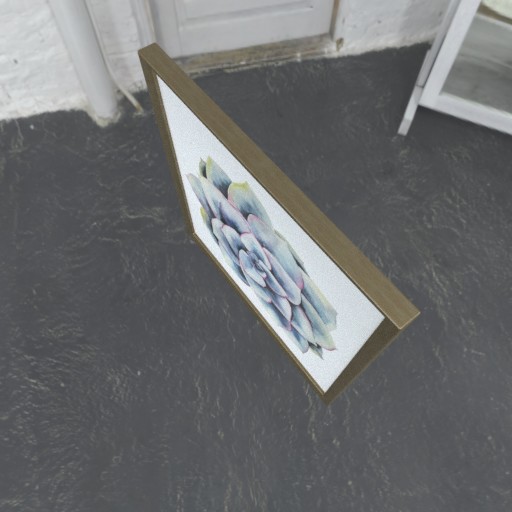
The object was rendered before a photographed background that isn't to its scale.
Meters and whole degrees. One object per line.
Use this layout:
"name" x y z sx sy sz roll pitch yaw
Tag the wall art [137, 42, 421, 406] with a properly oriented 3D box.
"wall art" 0.000 0.000 0.753 0.030 0.506 0.503 -34 68 -16
